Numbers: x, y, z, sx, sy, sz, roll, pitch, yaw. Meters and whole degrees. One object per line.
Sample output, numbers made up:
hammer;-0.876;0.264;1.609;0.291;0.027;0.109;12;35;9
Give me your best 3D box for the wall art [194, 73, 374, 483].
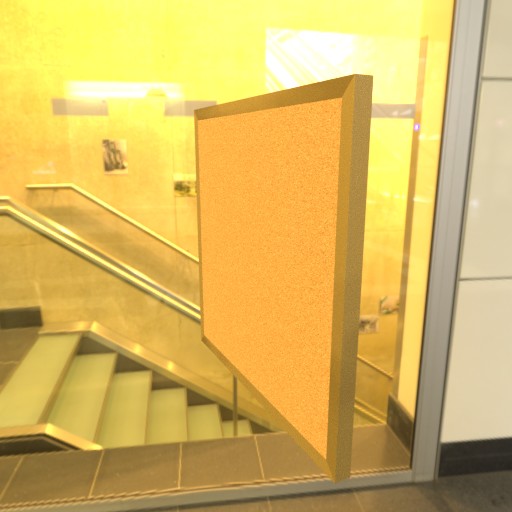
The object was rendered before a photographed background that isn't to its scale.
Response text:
wall art;0.000;0.000;1.128;0.038;0.762;0.762;-7;15;-26
